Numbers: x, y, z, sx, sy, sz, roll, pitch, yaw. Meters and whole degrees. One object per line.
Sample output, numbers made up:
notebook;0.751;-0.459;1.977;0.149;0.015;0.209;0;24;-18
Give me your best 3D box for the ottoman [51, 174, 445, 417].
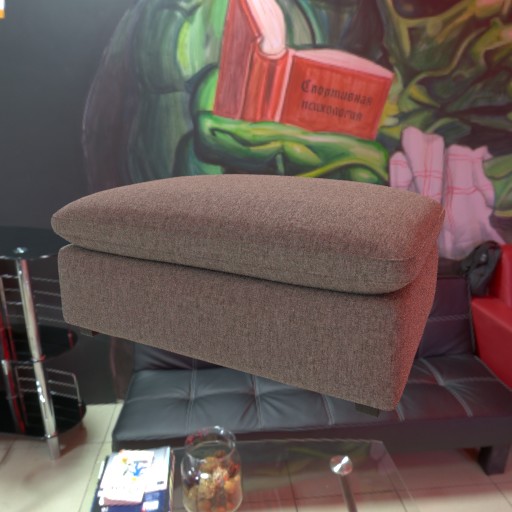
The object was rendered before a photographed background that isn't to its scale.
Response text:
ottoman;0.000;0.000;1.317;0.977;0.451;0.694;8;18;26
